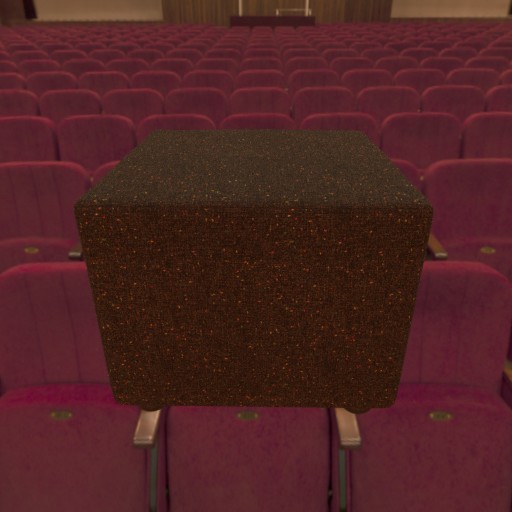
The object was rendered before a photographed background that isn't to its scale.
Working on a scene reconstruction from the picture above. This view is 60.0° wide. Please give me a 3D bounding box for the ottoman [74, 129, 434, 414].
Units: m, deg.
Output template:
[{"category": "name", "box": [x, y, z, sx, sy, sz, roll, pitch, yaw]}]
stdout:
[{"category": "ottoman", "box": [0.000, 0.000, 0.906, 0.508, 0.432, 0.508, 0, 27, 1]}]
